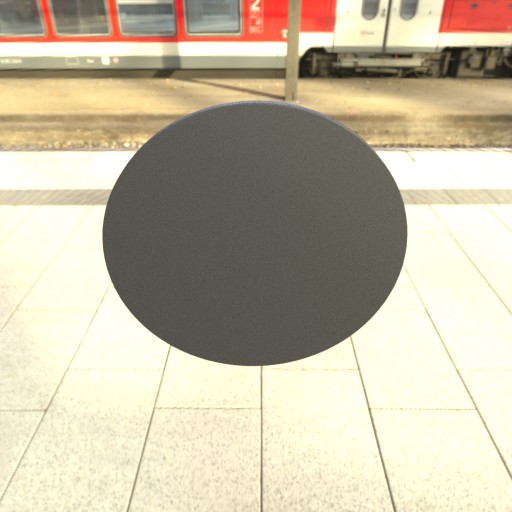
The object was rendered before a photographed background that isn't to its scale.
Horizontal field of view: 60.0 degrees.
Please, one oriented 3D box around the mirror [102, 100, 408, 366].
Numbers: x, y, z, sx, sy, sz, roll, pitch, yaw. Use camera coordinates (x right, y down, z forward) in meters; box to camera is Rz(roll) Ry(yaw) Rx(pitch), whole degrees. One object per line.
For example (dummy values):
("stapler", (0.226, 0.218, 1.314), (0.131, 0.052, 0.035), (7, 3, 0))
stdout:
("mirror", (0.000, 0.000, 1.599), (1.077, 1.077, 0.036), (-1, 32, -1))
